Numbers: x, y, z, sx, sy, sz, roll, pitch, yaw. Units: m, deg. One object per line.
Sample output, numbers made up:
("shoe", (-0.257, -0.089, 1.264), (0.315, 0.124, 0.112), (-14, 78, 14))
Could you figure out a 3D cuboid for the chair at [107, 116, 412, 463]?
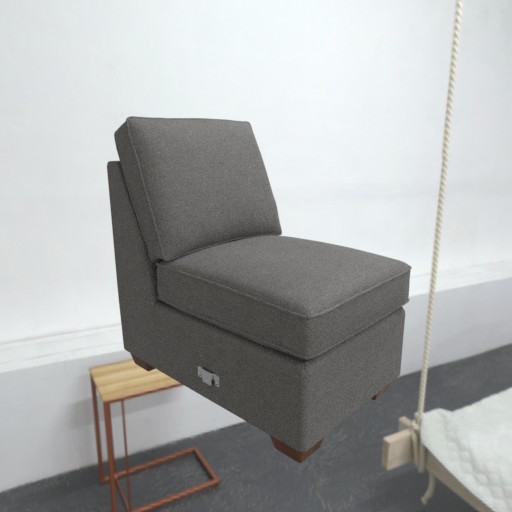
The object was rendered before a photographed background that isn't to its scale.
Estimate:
("chair", (0.000, 0.000, 1.599), (0.938, 0.970, 0.621), (14, 20, 41))
